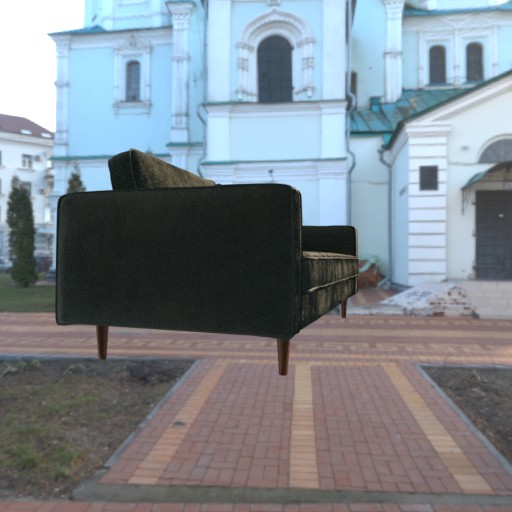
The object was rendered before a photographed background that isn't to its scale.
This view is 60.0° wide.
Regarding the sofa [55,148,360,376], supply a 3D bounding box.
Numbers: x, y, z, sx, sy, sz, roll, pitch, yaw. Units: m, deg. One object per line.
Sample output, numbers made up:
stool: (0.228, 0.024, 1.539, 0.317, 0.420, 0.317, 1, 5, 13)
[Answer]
sofa: (0.000, 0.000, 2.245, 0.886, 0.781, 1.816, 0, -1, 19)
